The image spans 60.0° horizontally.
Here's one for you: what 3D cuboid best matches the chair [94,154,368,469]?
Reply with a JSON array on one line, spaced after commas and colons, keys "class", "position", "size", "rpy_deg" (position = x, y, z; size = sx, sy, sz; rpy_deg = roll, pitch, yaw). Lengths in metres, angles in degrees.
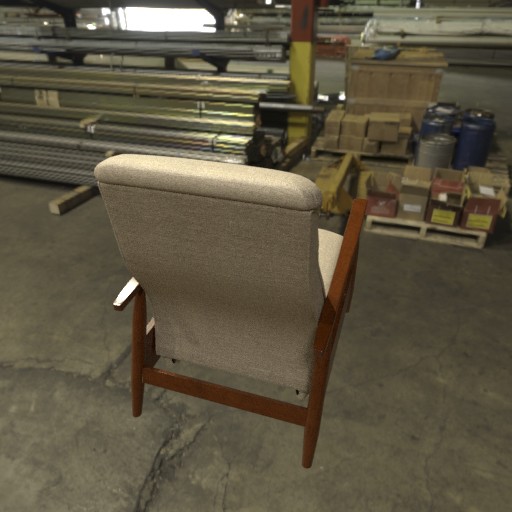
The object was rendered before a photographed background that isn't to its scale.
[{"class": "chair", "position": [0.000, 0.000, 1.798], "size": [0.762, 1.082, 1.014], "rpy_deg": [10, 33, 16]}]
